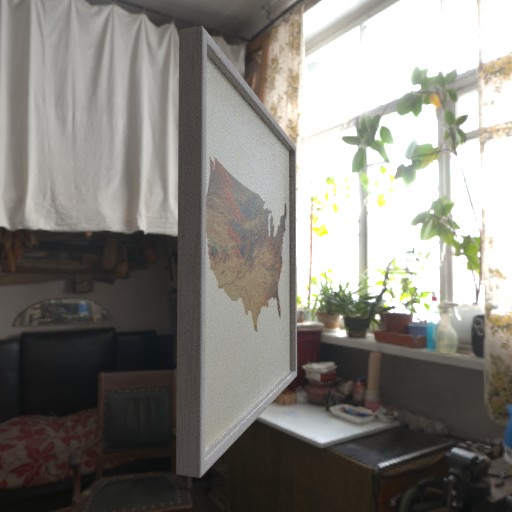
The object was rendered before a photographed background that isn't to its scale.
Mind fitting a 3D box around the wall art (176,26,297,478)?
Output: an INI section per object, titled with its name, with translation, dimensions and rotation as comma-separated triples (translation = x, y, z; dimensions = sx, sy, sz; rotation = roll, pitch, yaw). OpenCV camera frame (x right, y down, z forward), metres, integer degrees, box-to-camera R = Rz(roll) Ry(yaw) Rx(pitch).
[wall art]
translation = 0.000, 0.000, 1.882
dimensions = 0.078, 1.288, 1.287
rotation = -1, -2, 17
